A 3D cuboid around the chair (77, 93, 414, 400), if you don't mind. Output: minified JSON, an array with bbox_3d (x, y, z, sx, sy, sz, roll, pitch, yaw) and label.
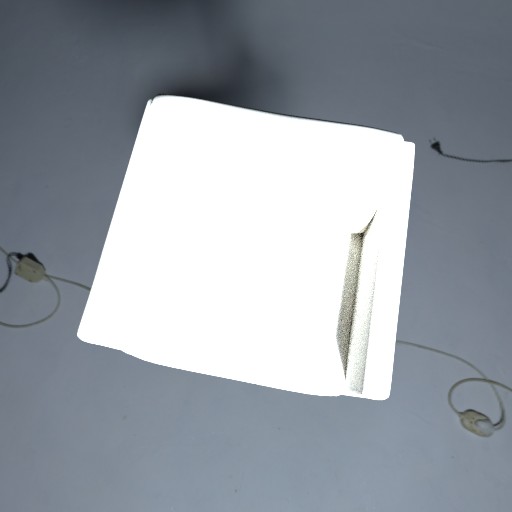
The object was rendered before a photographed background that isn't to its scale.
[{"bbox_3d":[0.000,0.000,1.609,0.964,0.806,0.875,10,74,3],"label":"chair"}]
